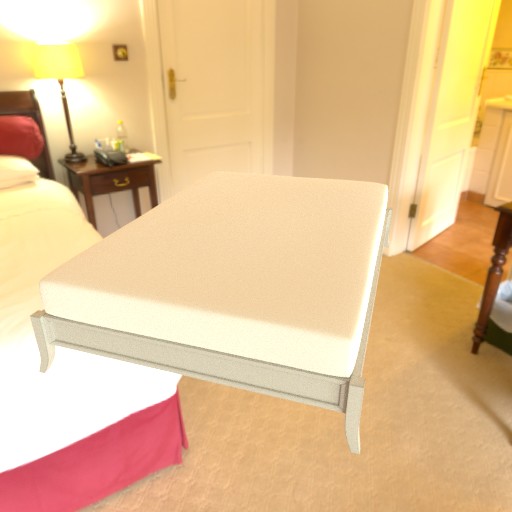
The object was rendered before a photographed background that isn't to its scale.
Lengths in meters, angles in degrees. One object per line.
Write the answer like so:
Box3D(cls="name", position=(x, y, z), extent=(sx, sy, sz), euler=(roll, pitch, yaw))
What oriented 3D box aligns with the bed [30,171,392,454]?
Box3D(cls="bed", position=(0.000, 0.000, 2.584), extent=(1.460, 0.510, 1.985), euler=(8, 27, 16))
